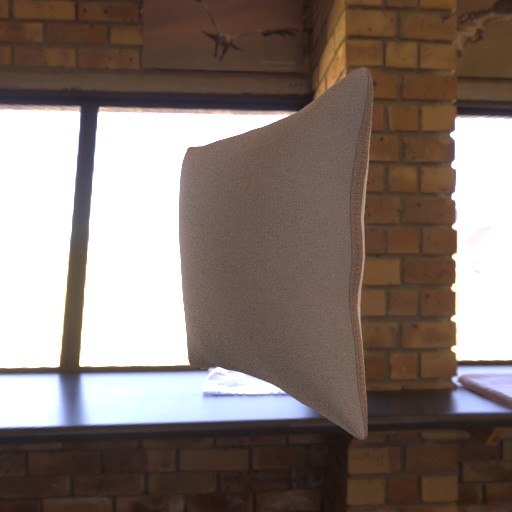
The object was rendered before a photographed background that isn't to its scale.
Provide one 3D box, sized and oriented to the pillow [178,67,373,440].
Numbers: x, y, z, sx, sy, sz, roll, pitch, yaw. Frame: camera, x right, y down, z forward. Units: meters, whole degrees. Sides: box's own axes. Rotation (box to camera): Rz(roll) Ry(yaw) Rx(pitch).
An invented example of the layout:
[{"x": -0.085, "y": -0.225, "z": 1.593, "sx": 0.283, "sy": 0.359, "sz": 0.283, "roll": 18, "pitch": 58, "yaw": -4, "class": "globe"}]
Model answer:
[{"x": 0.000, "y": 0.000, "z": 0.638, "sx": 0.173, "sy": 0.401, "sz": 0.416, "roll": 0, "pitch": -1, "yaw": -35, "class": "pillow"}]
